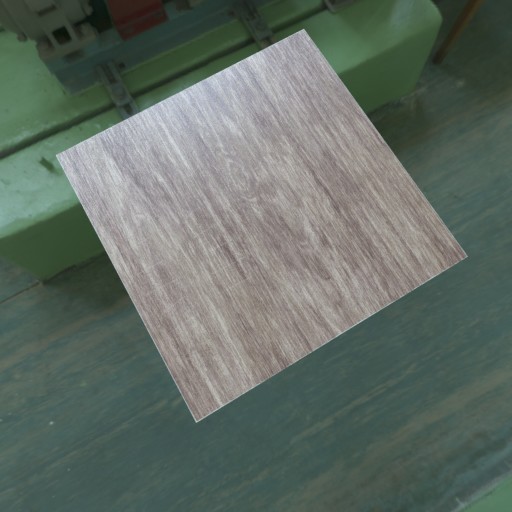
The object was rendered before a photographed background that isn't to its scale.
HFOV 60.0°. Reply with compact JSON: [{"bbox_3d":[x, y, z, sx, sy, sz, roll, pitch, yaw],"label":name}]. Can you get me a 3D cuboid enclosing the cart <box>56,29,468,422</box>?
[{"bbox_3d":[0.000,0.000,1.137,0.520,0.762,0.521,-30,78,-7],"label":"cart"}]
